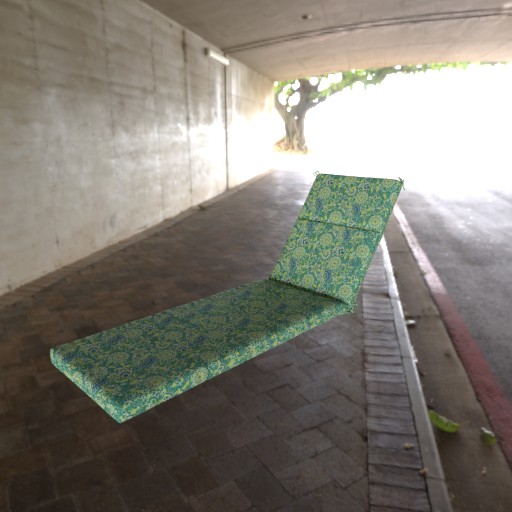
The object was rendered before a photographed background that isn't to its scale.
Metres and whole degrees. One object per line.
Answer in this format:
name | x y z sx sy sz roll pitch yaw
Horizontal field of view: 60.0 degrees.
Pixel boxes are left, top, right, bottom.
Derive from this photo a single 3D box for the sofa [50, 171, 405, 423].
sofa | 0.000 0.000 1.959 0.582 0.622 1.663 15 22 43
